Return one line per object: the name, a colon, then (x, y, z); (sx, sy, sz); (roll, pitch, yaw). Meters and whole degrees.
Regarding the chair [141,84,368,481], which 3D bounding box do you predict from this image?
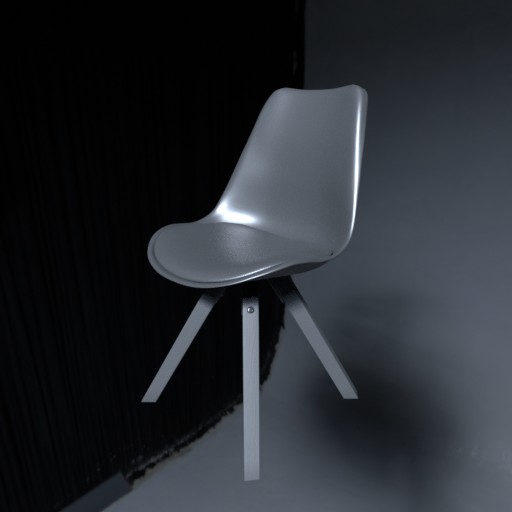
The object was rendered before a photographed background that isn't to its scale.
chair: (0.000, 0.000, 1.161); (0.485, 0.850, 0.530); (16, 24, 41)
